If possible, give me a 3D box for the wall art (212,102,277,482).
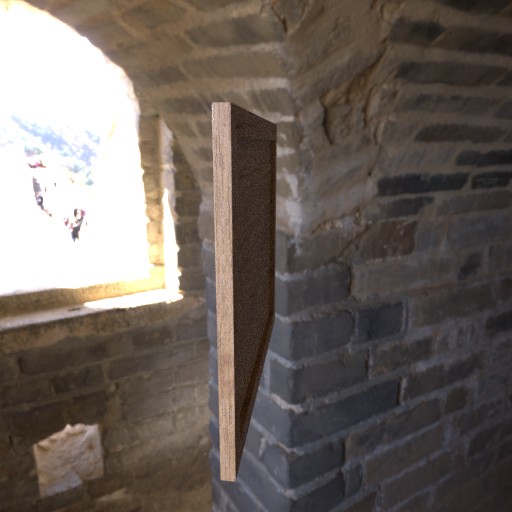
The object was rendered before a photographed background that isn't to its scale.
[{"bbox_3d":[0.000,0.000,0.985,0.026,0.588,0.690,2,14,7],"label":"wall art"}]
